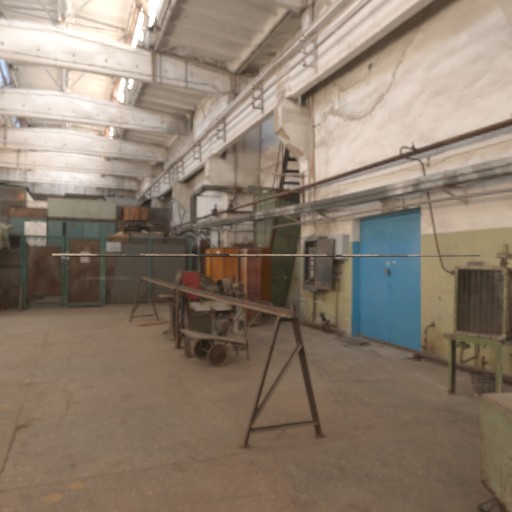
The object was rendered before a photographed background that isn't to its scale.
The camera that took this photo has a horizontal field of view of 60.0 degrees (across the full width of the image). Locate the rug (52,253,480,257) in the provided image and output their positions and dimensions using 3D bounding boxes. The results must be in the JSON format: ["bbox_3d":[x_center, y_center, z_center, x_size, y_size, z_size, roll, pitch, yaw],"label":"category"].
[{"bbox_3d":[0.000,0.000,3.041,2.423,0.008,1.513,0,0,-20],"label":"rug"}]
